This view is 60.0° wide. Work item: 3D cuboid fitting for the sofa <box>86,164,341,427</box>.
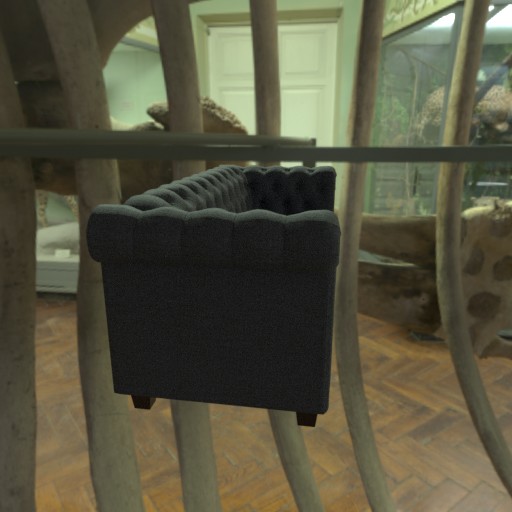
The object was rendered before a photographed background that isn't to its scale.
[{"bbox_3d":[0.000,0.000,2.230,0.783,0.797,1.798,3,16,9],"label":"sofa"}]
